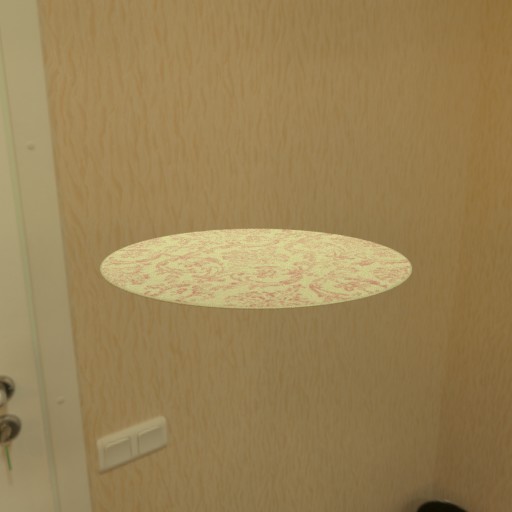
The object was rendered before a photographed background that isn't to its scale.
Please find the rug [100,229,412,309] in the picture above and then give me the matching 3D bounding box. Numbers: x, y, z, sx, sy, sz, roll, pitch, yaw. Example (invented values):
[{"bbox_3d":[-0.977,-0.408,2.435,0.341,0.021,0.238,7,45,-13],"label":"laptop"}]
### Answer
[{"bbox_3d":[0.000,0.000,2.391,1.593,0.012,1.593,0,14,0],"label":"rug"}]
